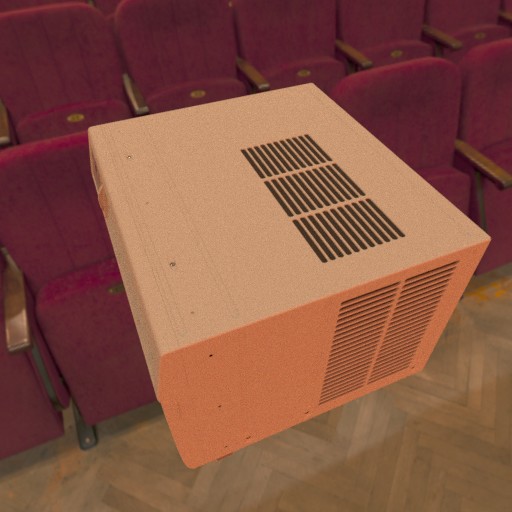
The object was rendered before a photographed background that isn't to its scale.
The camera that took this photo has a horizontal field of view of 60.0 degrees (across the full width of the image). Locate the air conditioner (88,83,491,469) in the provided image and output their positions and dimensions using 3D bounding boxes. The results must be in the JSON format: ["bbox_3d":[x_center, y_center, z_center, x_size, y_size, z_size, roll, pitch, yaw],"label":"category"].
[{"bbox_3d":[0.000,0.000,1.035,0.599,0.455,0.645,-17,48,-16],"label":"air conditioner"}]
